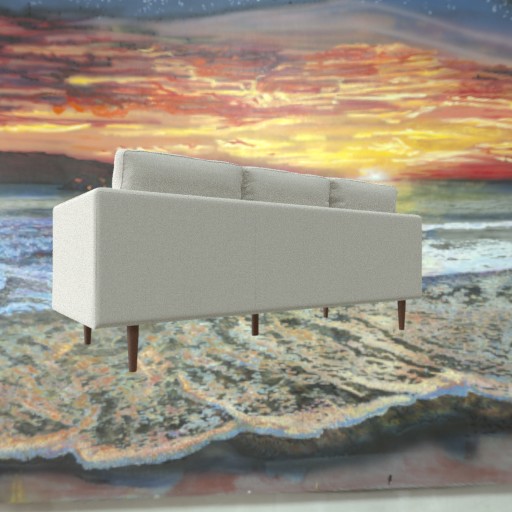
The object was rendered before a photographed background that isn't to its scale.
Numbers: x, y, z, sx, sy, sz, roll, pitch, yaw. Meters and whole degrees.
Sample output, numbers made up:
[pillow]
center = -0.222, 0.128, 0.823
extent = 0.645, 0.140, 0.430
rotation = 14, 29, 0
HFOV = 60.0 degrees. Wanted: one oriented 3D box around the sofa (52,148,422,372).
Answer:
[sofa]
center = 0.000, 0.000, 2.537
extent = 2.029, 0.912, 0.802
rotation = 0, 0, -35
